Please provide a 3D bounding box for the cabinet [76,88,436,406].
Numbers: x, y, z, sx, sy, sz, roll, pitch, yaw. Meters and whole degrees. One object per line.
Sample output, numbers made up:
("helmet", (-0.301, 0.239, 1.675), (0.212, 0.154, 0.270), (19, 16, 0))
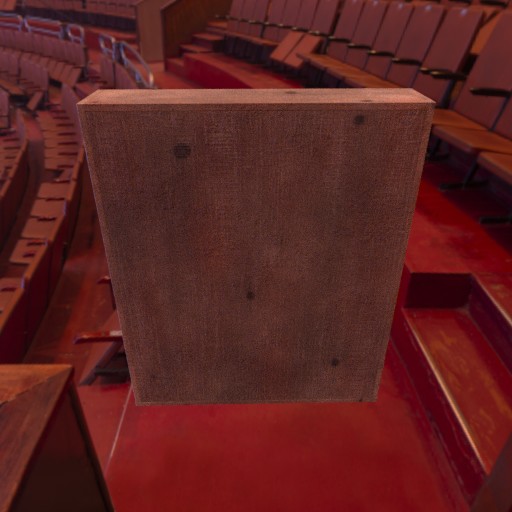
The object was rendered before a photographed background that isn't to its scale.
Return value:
("cabinet", (0.000, 0.000, 0.830), (0.489, 0.590, 0.184), (-1, 31, -1))
